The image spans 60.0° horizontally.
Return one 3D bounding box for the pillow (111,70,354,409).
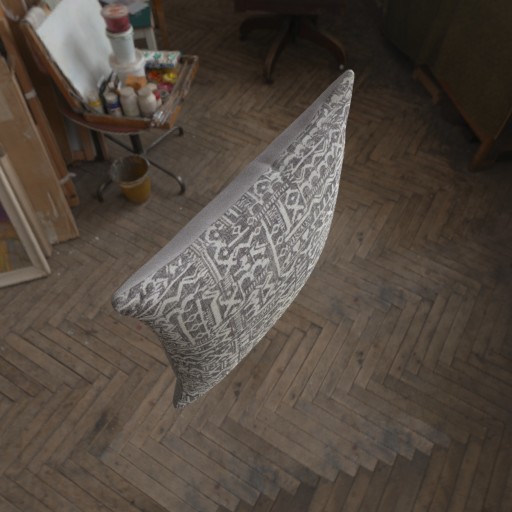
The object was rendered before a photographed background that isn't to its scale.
[{"bbox_3d":[0.000,0.000,0.818,0.180,0.487,0.546,32,63,19],"label":"pillow"}]
